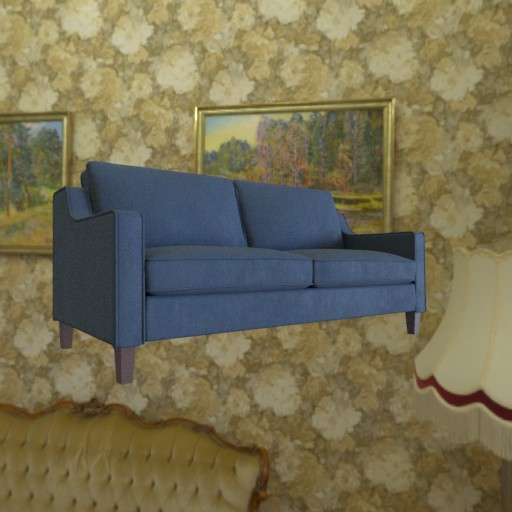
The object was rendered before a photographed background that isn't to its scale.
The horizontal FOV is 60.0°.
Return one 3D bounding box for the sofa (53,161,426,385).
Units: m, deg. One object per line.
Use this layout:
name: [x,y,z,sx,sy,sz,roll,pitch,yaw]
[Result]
sofa: [0.000,0.000,2.811,2.178,1.071,1.066,1,-1,-37]
